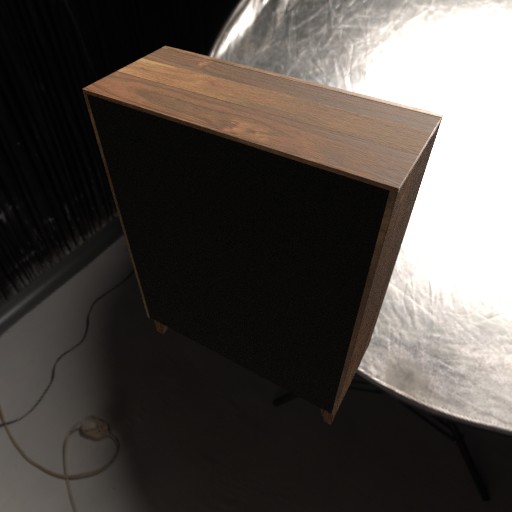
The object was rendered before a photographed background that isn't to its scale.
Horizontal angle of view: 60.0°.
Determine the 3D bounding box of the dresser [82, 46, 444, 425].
[{"bbox_3d":[0.000,0.000,1.888,1.062,1.393,0.442,23,50,21],"label":"dresser"}]
